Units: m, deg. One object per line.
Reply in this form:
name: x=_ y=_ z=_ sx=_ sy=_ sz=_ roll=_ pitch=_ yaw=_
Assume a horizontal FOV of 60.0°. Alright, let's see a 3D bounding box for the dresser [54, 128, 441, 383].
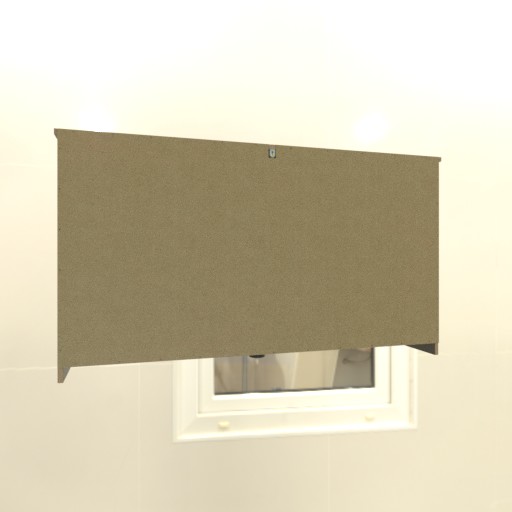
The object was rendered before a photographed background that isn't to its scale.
dresser: x=0.000 y=0.000 z=1.689 sx=1.360 sy=0.755 sz=0.401 roll=0 pitch=0 yaw=-16
